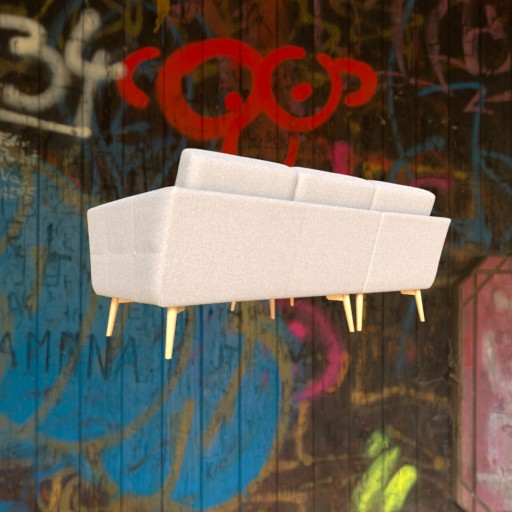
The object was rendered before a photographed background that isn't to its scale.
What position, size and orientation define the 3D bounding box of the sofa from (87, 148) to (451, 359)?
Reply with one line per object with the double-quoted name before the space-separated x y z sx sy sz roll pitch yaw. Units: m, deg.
"sofa" 0.000 0.000 2.824 2.040 0.860 1.530 1 -1 -38
